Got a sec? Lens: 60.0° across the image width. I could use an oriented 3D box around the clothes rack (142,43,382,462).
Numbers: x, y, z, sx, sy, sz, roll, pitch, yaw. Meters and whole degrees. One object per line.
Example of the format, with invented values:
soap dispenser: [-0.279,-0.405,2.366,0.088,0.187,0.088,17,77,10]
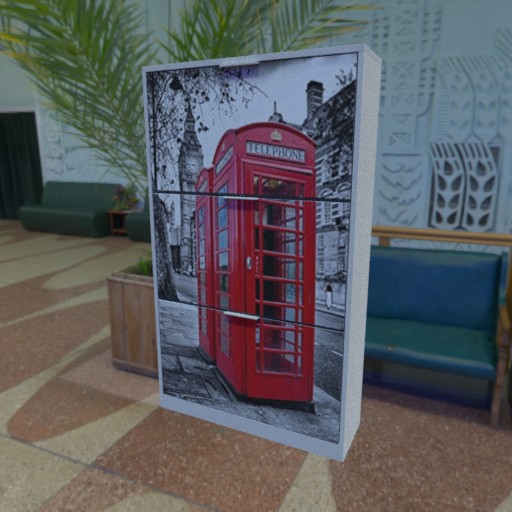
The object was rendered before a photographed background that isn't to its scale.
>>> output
clothes rack: [0.000,0.000,1.578,0.750,1.280,0.250,6,15,25]
